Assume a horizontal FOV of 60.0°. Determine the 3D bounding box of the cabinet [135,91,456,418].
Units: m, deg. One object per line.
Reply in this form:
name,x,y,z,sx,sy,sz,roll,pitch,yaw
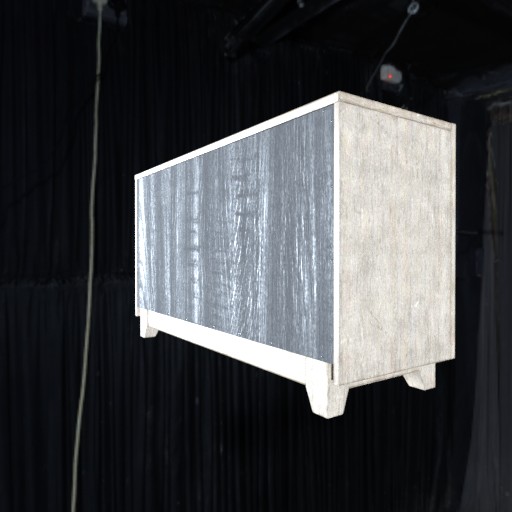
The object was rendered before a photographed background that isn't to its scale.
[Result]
cabinet,0.000,0.000,1.836,0.511,0.825,1.460,0,1,-35
